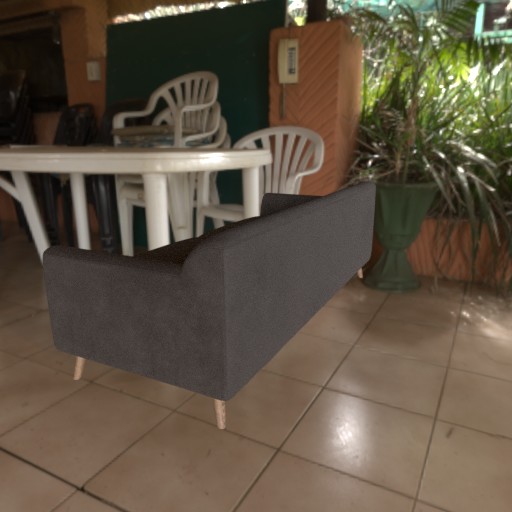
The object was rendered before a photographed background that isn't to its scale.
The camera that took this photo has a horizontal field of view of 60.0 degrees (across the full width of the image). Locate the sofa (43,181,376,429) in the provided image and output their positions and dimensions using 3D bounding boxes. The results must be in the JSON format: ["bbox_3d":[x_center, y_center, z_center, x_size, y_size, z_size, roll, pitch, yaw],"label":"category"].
[{"bbox_3d":[0.000,0.000,2.624,0.900,0.740,2.190,8,17,26],"label":"sofa"}]
